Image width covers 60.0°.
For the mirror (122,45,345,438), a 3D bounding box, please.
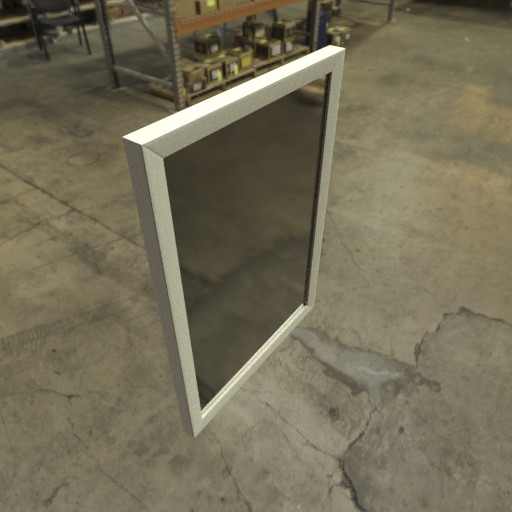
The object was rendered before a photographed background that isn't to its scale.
[{"bbox_3d":[0.000,0.000,0.924,0.040,0.710,0.507,26,47,28],"label":"mirror"}]
